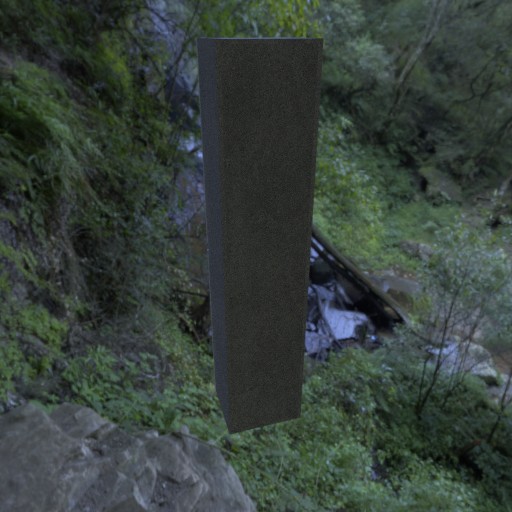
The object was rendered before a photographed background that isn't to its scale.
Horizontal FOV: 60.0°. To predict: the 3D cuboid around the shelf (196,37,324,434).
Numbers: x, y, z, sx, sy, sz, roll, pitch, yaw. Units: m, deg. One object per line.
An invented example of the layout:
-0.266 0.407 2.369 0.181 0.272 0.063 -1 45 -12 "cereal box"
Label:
0.000 0.000 1.586 0.300 1.400 0.270 -8 28 -15 "shelf"
